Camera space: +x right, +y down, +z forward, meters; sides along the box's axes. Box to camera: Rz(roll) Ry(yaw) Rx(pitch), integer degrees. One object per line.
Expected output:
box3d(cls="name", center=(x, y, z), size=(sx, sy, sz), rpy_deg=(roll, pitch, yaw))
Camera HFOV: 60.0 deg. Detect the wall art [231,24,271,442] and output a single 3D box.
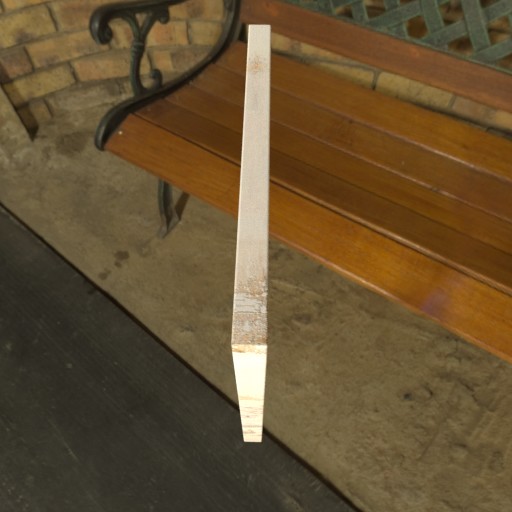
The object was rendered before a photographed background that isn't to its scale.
box3d(cls="wall art", center=(0.000, 0.000, 0.905), size=(0.040, 0.613, 0.611), rpy_deg=(1, 58, 1))
